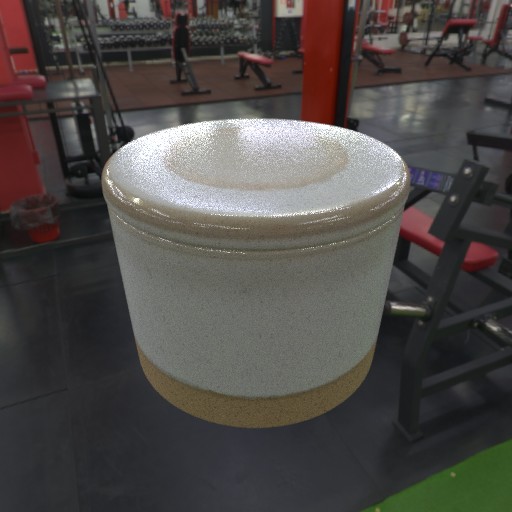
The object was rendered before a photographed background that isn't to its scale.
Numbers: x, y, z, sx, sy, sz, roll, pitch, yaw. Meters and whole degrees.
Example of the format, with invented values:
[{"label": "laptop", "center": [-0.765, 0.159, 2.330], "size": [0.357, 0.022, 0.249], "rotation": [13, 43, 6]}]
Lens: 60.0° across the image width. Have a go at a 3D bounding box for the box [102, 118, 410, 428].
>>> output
[{"label": "box", "center": [0.000, 0.000, 0.259], "size": [0.154, 0.123, 0.154], "rotation": [0, 31, 0]}]
